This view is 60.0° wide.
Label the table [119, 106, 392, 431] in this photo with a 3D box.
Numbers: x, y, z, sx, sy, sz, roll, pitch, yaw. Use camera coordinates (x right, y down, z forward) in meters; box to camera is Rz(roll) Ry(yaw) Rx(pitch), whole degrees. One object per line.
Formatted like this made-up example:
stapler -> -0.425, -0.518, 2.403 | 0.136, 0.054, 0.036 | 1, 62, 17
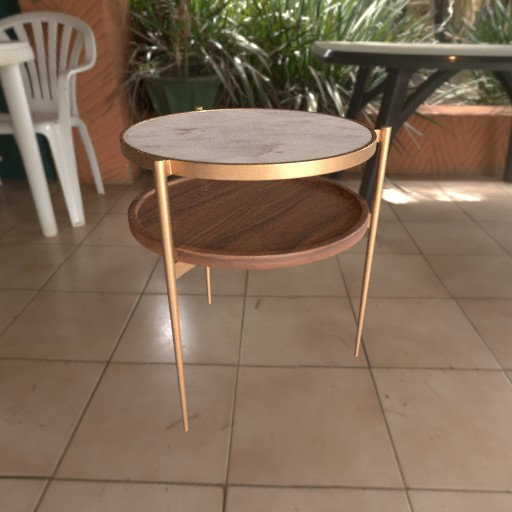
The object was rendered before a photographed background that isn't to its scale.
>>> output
table -> 0.000, 0.000, 0.861 | 0.456, 0.493, 0.430 | 0, 27, 0
